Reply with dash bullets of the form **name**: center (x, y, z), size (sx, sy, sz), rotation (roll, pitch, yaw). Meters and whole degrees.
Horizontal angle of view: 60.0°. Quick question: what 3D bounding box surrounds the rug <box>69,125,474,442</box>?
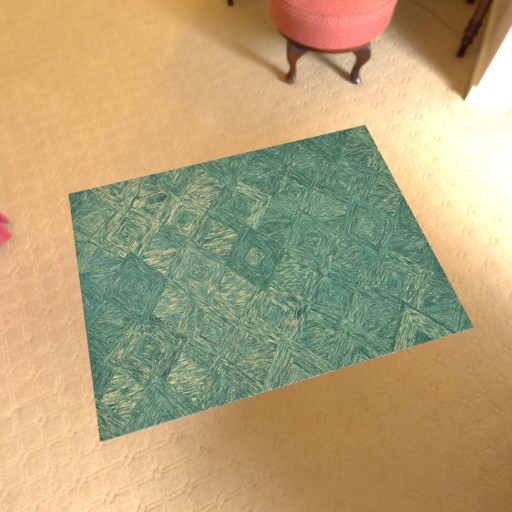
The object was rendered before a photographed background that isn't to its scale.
- **rug**: center (0.000, 0.000, 4.144), size (3.217, 0.027, 2.405), rotation (-15, 64, -7)
